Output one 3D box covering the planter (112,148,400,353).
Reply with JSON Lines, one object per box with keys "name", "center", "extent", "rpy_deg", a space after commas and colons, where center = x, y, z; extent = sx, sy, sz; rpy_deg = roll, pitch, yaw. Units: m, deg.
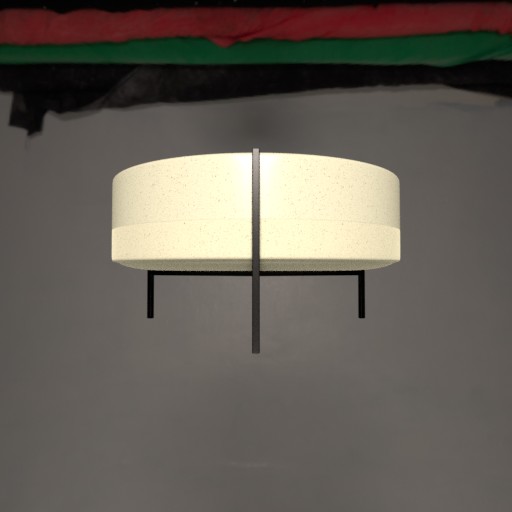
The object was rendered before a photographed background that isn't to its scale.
{"name": "planter", "center": [0.000, 0.000, 0.538], "extent": [0.336, 0.171, 0.345], "rpy_deg": [0, -2, 0]}
